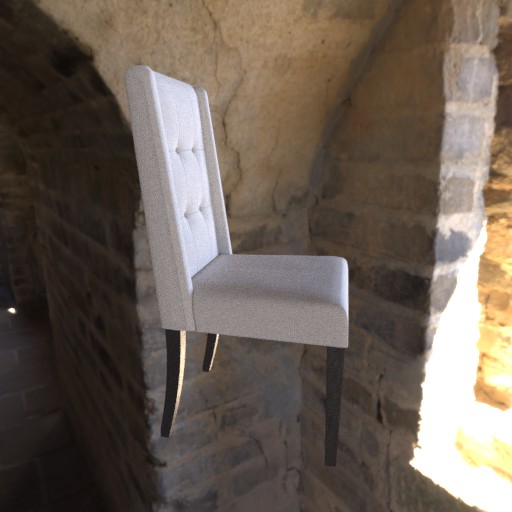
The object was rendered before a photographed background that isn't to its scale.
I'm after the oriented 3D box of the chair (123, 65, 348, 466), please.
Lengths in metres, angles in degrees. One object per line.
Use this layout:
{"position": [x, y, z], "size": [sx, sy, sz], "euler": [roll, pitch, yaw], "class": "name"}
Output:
{"position": [0.000, 0.000, 1.250], "size": [0.523, 0.961, 0.474], "euler": [3, 14, 11], "class": "chair"}
